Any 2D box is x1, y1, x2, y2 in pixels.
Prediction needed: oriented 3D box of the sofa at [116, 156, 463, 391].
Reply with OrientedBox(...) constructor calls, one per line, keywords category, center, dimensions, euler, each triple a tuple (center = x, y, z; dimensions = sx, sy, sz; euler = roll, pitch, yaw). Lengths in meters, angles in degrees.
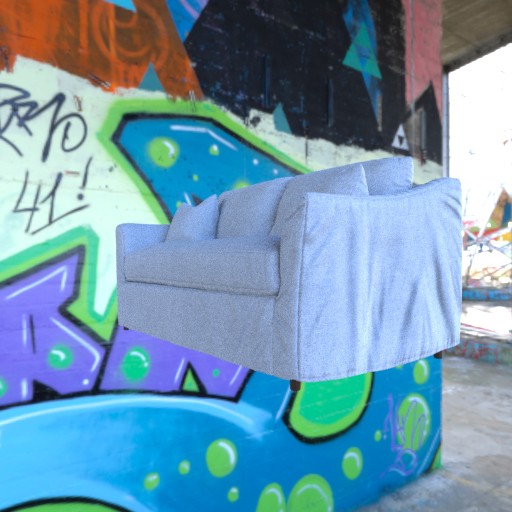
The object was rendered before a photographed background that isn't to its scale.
OrientedBox(category="sofa", center=(0.000, 0.000, 2.642), dimensions=(1.072, 1.018, 2.010), euler=(0, -1, -36))
